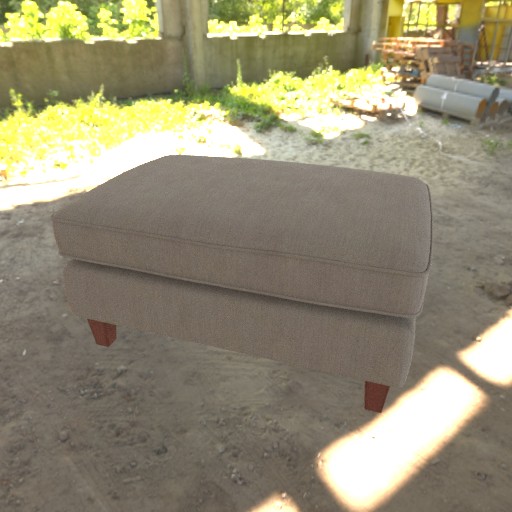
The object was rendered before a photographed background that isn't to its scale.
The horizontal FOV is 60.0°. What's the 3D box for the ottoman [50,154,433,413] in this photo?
[{"bbox_3d":[0.000,0.000,1.332,0.941,0.480,0.636,9,29,16],"label":"ottoman"}]
